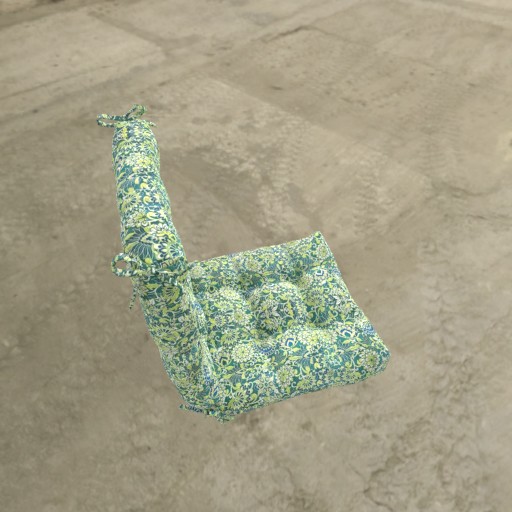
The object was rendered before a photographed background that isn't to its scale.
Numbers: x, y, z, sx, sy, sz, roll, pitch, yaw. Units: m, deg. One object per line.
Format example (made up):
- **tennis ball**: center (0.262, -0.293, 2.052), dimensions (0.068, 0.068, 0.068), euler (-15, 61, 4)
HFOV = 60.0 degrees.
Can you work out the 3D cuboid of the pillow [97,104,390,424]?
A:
- **pillow**: center (0.000, 0.000, 1.035), dimensions (0.571, 0.605, 0.519), euler (-12, 47, -11)
